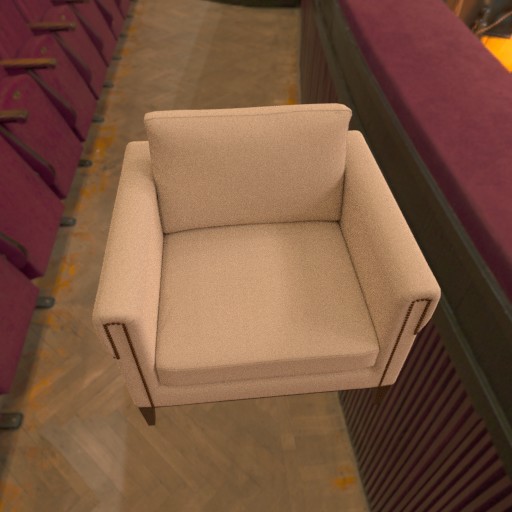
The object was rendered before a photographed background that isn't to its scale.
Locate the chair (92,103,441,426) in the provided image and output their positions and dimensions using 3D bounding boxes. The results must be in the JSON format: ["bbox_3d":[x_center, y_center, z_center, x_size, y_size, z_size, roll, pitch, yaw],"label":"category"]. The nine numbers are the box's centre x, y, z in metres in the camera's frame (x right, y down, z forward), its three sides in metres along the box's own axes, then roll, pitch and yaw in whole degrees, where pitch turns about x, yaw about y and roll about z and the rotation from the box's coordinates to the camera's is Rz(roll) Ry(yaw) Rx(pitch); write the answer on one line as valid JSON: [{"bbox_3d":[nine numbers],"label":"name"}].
[{"bbox_3d":[0.000,0.000,1.659,0.982,0.915,0.896,-4,46,-4],"label":"chair"}]
